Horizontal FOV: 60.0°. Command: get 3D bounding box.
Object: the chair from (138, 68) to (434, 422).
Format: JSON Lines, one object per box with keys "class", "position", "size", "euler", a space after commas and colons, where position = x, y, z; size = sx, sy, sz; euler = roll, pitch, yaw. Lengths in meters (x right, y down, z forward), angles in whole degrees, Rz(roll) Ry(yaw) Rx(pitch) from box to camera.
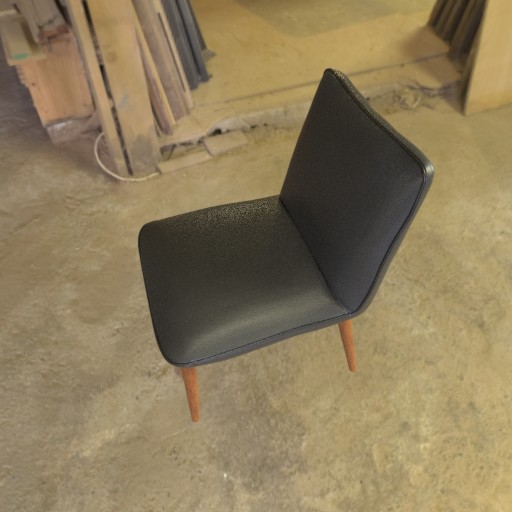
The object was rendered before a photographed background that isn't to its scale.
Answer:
{"class": "chair", "position": [0.000, 0.000, 1.235], "size": [0.645, 0.801, 0.543], "euler": [-17, 49, -15]}
